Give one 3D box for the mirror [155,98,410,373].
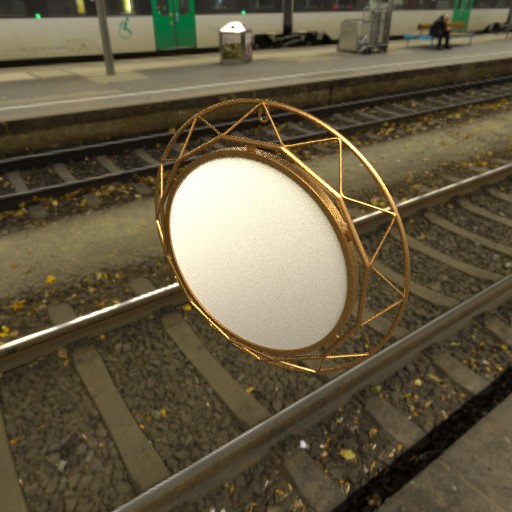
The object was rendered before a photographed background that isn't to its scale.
[{"bbox_3d":[0.000,0.000,0.679,0.454,0.454,0.043,18,35,28],"label":"mirror"}]
